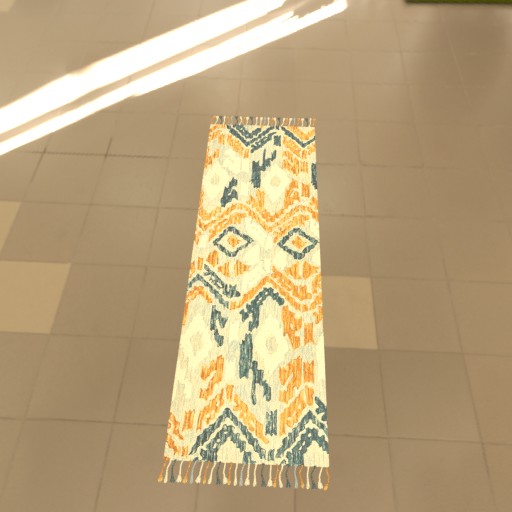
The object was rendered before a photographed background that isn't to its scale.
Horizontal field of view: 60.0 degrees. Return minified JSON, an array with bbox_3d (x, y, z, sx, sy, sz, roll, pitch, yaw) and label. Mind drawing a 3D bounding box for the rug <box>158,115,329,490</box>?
[{"bbox_3d":[0.000,0.000,2.625,0.783,0.010,2.437,2,58,1],"label":"rug"}]
